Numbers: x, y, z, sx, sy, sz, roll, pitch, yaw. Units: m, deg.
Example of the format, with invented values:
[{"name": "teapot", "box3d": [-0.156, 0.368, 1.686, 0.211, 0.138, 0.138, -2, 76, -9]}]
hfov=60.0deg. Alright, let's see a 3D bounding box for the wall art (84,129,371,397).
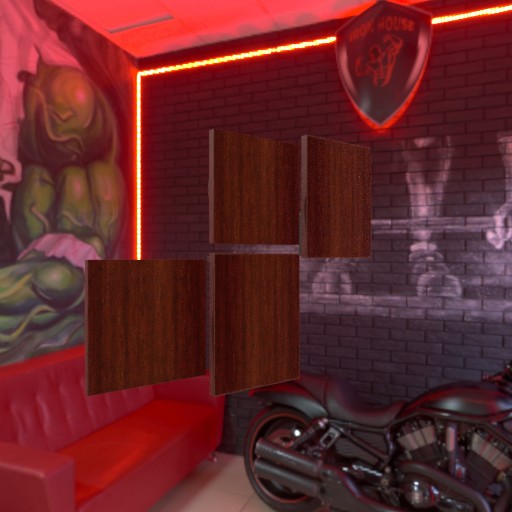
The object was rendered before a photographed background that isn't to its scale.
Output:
[{"name": "wall art", "box3d": [0.000, 0.000, 0.853, 0.635, 0.497, 0.030, 0, 0, -36]}]
